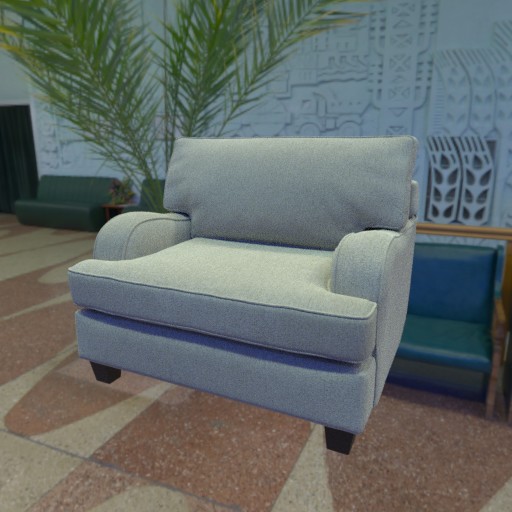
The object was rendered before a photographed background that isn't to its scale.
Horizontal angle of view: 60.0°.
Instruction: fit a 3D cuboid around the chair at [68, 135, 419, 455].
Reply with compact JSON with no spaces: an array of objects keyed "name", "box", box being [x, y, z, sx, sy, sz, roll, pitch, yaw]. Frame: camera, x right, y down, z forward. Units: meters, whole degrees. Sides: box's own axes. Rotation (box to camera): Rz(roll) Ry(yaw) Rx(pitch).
[{"name":"chair","box":[0.000,0.000,1.924,1.220,1.016,1.041,7,16,25]}]
